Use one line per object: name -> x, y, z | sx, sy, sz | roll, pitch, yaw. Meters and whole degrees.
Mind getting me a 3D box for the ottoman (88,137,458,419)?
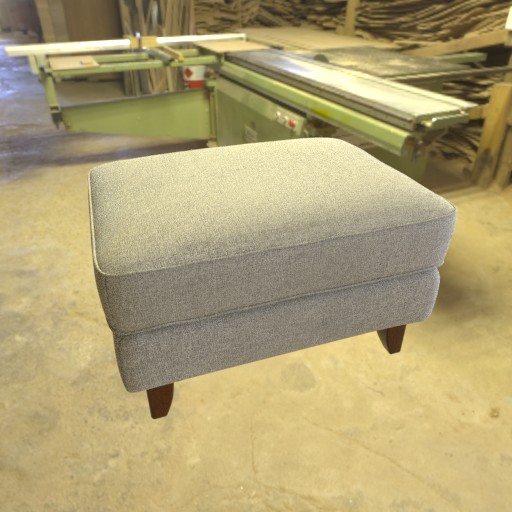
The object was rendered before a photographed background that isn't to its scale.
ottoman -> 0.000, 0.000, 1.338 | 0.889, 0.561, 0.661 | -10, 33, -16
